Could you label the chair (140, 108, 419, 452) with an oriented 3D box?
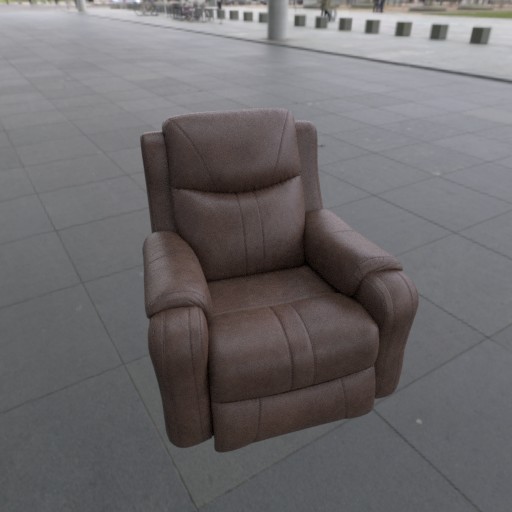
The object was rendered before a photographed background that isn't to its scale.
[{"bbox_3d":[0.000,0.000,1.806,0.940,0.990,1.067,-9,32,-14],"label":"chair"}]
